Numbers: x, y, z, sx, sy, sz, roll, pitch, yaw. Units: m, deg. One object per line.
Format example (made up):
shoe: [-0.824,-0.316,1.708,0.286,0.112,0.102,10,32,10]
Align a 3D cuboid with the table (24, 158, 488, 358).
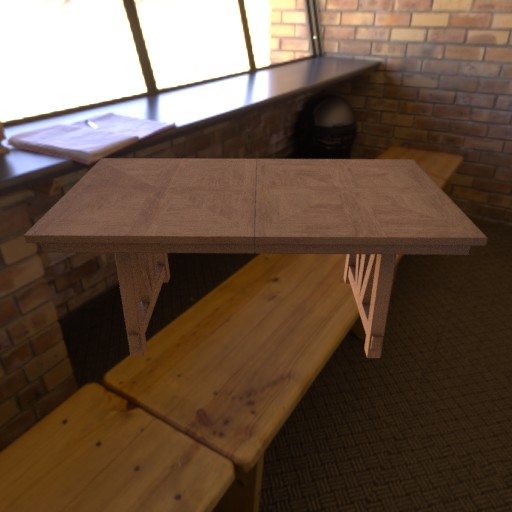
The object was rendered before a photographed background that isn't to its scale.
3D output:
table: [0.000,0.000,2.428,1.881,0.768,1.016,0,30,1]
